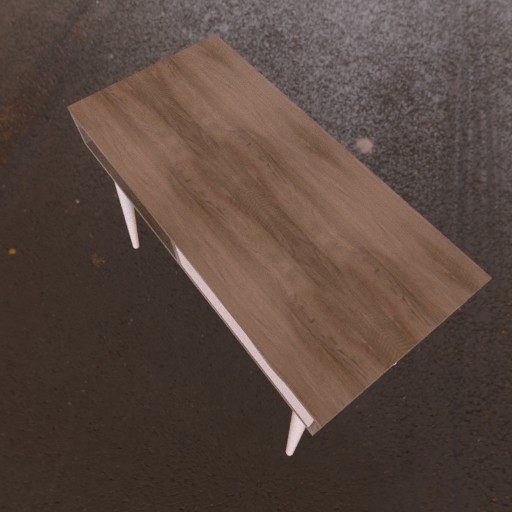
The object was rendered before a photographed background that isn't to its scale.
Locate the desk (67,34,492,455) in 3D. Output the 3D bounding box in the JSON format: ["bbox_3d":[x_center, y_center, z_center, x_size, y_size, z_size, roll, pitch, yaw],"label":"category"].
[{"bbox_3d":[0.000,0.000,1.345,0.491,0.723,0.979,-34,67,-17],"label":"desk"}]
